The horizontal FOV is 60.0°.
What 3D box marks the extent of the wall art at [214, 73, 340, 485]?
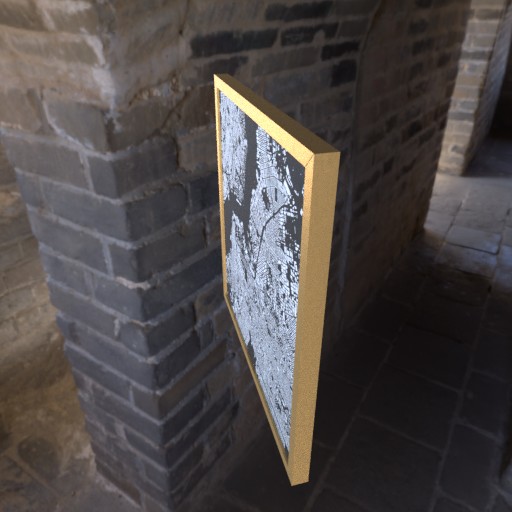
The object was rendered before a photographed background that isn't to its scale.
[{"bbox_3d":[0.000,0.000,2.850,0.099,1.926,1.926,-8,31,-13],"label":"wall art"}]
